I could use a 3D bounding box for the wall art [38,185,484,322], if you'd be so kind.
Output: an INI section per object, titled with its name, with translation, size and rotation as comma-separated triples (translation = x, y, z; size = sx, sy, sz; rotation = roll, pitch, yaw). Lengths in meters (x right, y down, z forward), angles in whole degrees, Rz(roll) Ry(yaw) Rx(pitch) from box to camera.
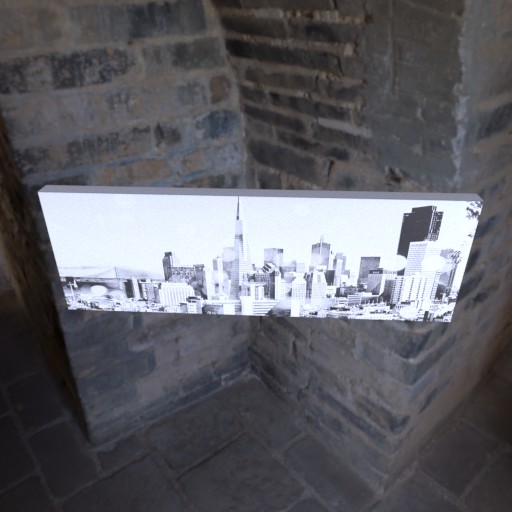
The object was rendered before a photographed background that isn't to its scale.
[wall art]
translation = 0.000, 0.000, 0.839
size = 0.766, 0.256, 0.036
rotation = 2, 30, 3
